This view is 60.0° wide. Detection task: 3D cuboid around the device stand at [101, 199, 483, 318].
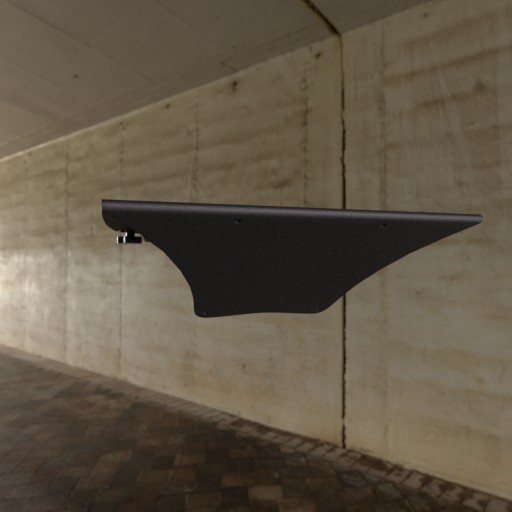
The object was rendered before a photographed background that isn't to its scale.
[{"bbox_3d":[0.000,0.000,0.355,0.230,0.092,0.230,0,-1,-18],"label":"device stand"}]
